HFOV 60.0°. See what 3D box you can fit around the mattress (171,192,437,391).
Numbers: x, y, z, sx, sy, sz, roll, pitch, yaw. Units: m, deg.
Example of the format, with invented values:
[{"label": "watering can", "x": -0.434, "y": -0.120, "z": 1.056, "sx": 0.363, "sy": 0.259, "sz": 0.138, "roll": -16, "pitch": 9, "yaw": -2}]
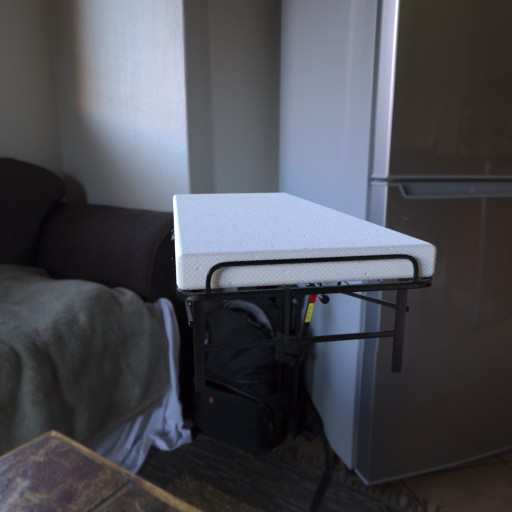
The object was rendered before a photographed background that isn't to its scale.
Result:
[{"label": "mattress", "x": 0.000, "y": 0.000, "z": 2.485, "sx": 0.922, "sy": 0.519, "sz": 2.153, "roll": -2, "pitch": 13, "yaw": -10}]
